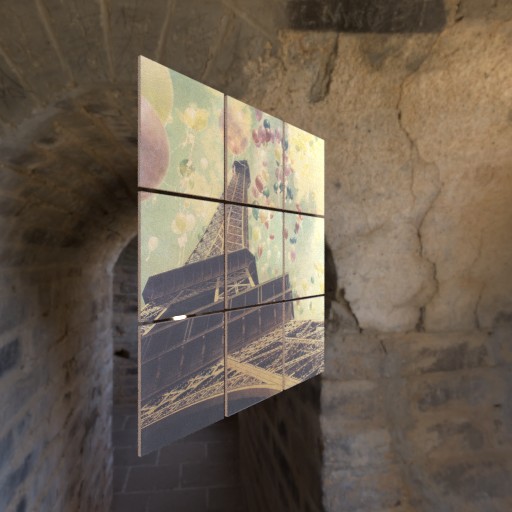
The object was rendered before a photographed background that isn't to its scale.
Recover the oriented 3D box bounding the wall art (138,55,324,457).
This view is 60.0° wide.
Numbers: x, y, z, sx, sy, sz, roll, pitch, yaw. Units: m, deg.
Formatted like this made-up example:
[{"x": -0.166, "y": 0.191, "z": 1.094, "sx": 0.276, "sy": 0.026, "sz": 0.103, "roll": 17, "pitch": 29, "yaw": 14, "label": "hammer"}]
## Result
[{"x": 0.000, "y": 0.000, "z": 1.842, "sx": 0.013, "sy": 1.218, "sz": 1.219, "roll": 0, "pitch": 0, "yaw": 36, "label": "wall art"}]
